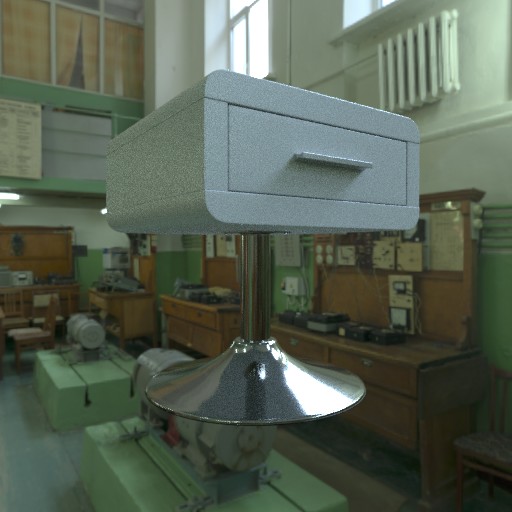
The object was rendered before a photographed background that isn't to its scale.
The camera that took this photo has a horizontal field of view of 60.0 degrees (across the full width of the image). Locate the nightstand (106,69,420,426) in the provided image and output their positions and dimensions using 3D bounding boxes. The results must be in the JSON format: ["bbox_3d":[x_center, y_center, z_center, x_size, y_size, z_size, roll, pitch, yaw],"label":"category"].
[{"bbox_3d":[0.000,0.000,0.772,0.399,0.447,0.404,-1,1,-35],"label":"nightstand"}]
